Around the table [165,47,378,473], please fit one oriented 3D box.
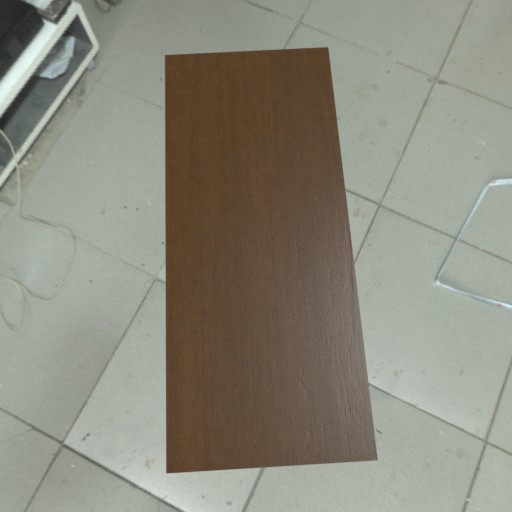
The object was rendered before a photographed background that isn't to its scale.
[{"bbox_3d":[0.000,0.000,1.374,0.490,0.464,1.119,-3,75,-1],"label":"table"}]
